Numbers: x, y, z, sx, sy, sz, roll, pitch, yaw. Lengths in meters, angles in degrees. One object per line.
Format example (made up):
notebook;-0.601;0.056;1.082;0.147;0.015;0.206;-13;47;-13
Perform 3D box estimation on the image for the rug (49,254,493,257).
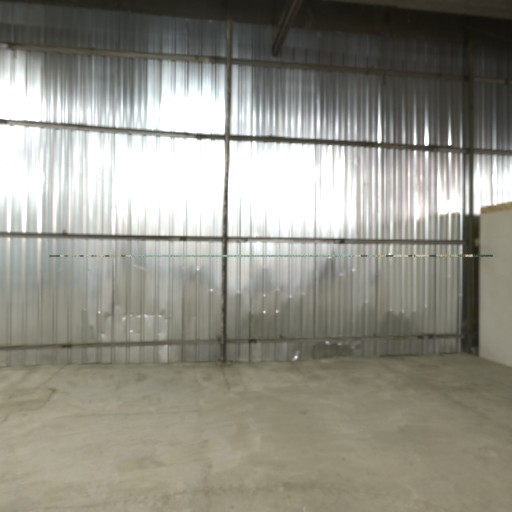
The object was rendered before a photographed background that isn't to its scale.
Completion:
rug;0.000;0.000;2.677;2.441;0.010;0.744;0;0;19
